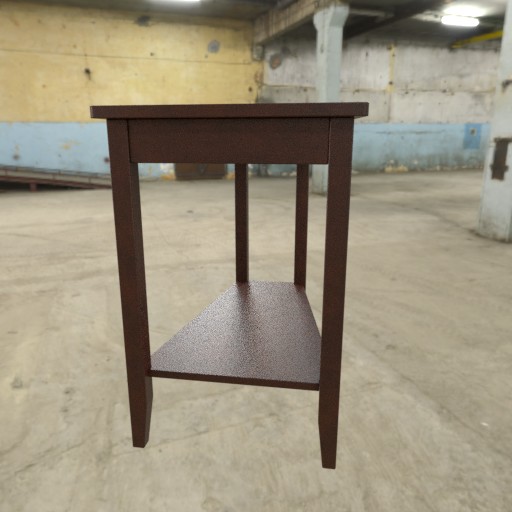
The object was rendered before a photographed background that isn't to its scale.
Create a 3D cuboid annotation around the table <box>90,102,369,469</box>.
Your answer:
[{"bbox_3d":[0.000,0.000,0.975,0.399,0.589,0.605,2,15,9],"label":"table"}]
